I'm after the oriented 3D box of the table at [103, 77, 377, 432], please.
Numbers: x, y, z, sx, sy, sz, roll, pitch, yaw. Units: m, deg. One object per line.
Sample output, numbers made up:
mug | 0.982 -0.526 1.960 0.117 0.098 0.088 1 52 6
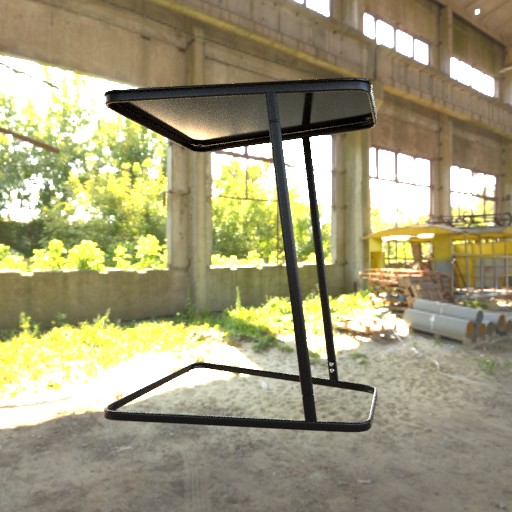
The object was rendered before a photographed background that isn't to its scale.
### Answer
table | 0.000 0.000 0.964 0.500 0.624 0.427 0 0 18
